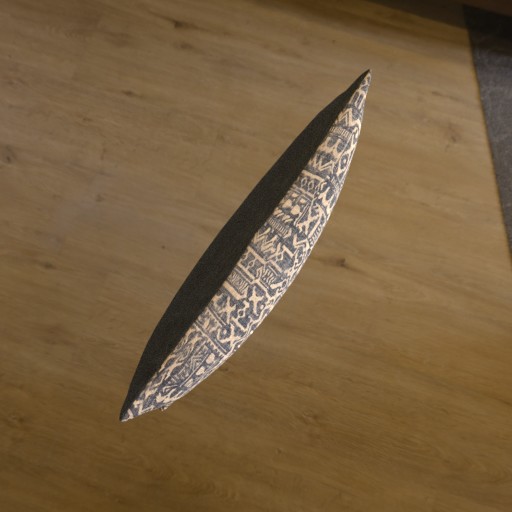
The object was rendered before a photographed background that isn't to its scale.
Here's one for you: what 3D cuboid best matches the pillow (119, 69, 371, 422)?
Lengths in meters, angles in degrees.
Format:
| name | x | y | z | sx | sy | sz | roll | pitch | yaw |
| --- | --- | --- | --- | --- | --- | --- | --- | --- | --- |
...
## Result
| name | x | y | z | sx | sy | sz | roll | pitch | yaw |
| --- | --- | --- | --- | --- | --- | --- | --- | --- | --- |
| pillow | 0.000 | 0.000 | 0.747 | 0.148 | 0.292 | 0.631 | 34 | 79 | 8 |
